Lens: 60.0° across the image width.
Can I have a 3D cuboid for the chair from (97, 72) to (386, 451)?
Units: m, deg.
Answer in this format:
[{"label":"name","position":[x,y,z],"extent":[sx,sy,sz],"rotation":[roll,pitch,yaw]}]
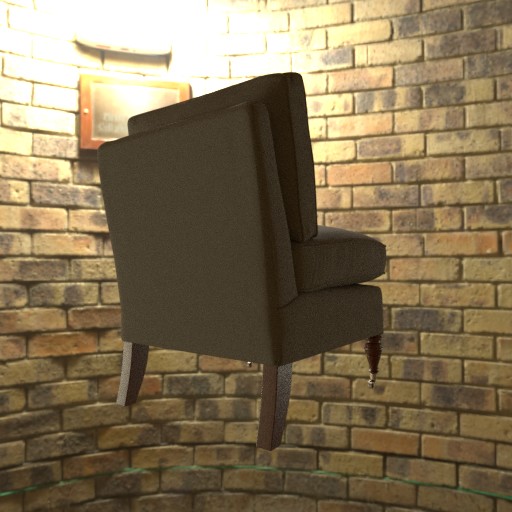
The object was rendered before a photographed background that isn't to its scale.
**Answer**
[{"label":"chair","position":[0.000,0.000,1.669],"extent":[0.724,1.045,0.924],"rotation":[-1,-2,37]}]
